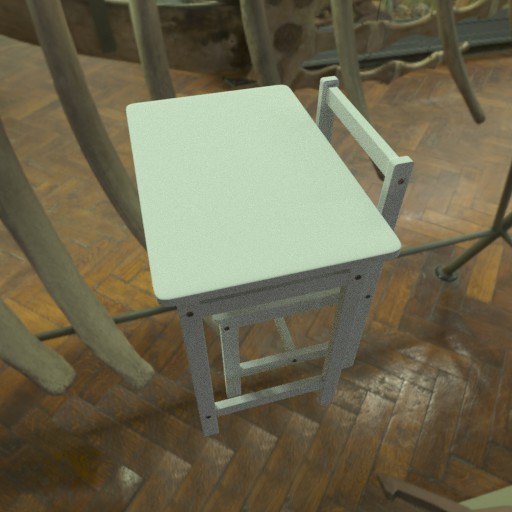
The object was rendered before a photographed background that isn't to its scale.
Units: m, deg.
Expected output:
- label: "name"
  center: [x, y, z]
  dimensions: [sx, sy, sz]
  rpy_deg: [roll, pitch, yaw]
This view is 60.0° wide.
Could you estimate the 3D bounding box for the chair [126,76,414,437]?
- label: "chair"
  center: [0.000, 0.000, 1.060]
  dimensions: [0.461, 0.673, 0.599]
  rpy_deg: [-11, 47, -11]
